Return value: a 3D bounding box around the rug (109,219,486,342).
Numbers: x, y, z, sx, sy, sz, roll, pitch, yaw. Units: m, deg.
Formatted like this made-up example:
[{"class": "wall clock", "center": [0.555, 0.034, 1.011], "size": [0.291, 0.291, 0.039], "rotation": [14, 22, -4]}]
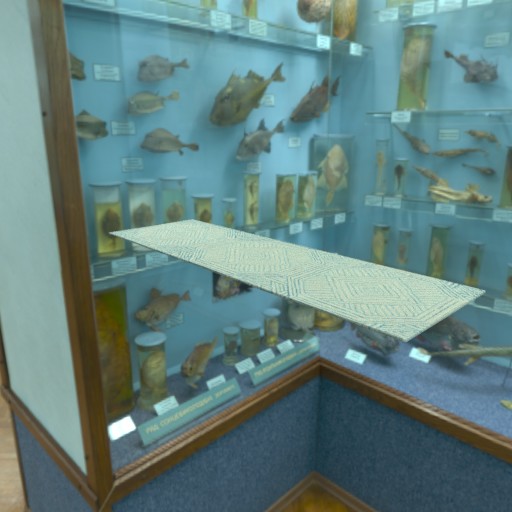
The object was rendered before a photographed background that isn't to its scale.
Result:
[{"class": "rug", "center": [0.000, 0.000, 2.760], "size": [0.775, 0.012, 2.452], "rotation": [-14, 21, -41]}]
